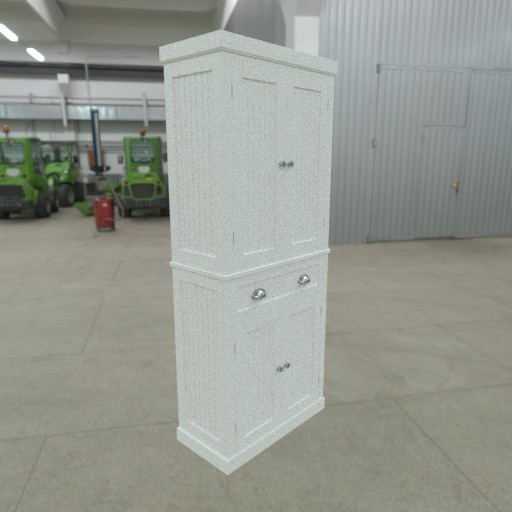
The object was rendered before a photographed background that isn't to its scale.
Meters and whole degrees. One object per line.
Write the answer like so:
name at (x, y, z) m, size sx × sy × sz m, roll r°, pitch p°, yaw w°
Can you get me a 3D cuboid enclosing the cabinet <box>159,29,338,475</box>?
cabinet at (0.000, 0.000, 2.165) m, size 0.390 × 1.829 × 0.754 m, roll 12°, pitch 17°, yaw 42°
